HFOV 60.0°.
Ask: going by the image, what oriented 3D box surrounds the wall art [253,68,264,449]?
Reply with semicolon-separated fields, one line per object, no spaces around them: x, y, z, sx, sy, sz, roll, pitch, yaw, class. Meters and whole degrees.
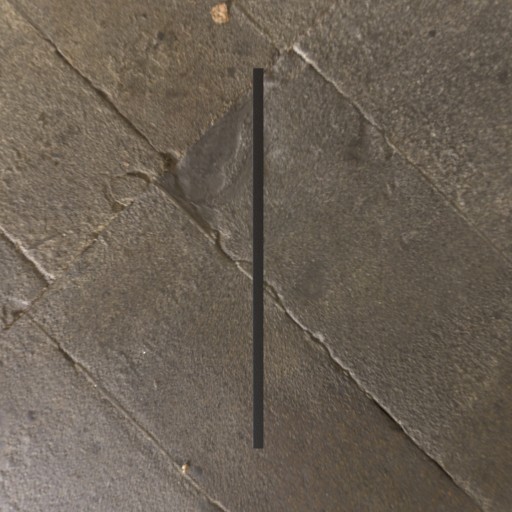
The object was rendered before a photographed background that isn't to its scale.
0.000;0.000;0.861;0.013;0.657;0.457;0;91;0;wall art
